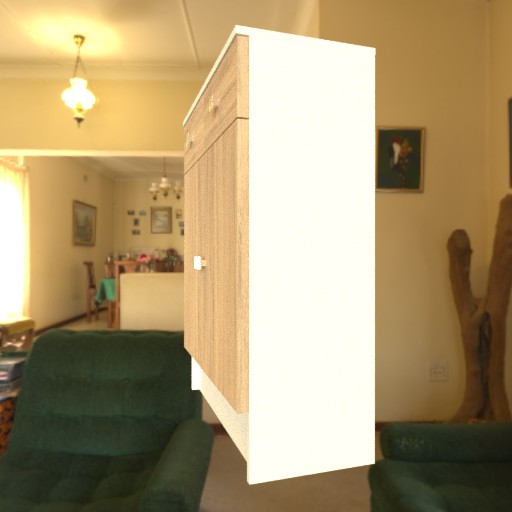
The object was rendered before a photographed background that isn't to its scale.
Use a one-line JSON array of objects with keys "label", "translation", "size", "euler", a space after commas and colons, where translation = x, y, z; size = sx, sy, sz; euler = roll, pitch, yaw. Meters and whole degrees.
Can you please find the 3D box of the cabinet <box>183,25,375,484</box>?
[{"label": "cabinet", "translation": [0.000, 0.000, 1.108], "size": [0.296, 0.815, 0.600], "euler": [0, 0, -18]}]
